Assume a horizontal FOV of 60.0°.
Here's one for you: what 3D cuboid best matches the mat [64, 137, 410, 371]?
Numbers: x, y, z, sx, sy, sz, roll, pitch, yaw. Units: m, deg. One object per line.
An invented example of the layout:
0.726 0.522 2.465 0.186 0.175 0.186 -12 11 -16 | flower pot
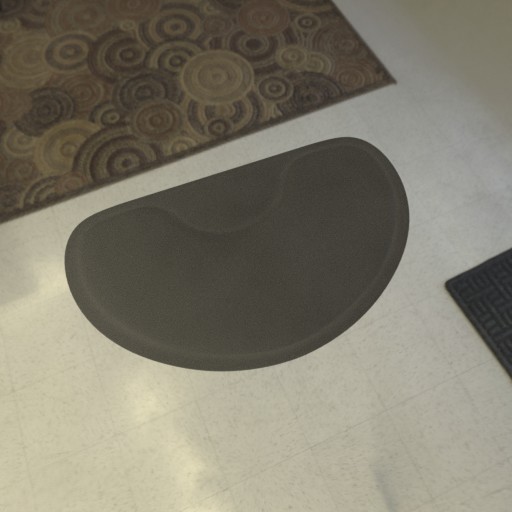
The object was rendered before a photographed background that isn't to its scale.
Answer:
0.000 0.000 1.862 1.524 0.013 0.913 -19 66 -9 | mat
